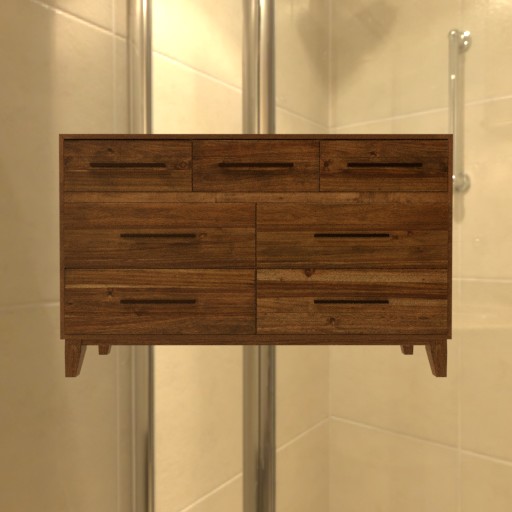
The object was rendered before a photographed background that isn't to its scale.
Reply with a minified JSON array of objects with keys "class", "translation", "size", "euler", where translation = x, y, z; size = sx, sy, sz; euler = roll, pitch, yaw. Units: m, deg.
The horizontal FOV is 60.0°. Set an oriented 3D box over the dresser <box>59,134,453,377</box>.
[{"class":"dresser","translation":[0.000,0.000,1.788],"size":[1.400,0.873,0.446],"euler":[0,1,0]}]
